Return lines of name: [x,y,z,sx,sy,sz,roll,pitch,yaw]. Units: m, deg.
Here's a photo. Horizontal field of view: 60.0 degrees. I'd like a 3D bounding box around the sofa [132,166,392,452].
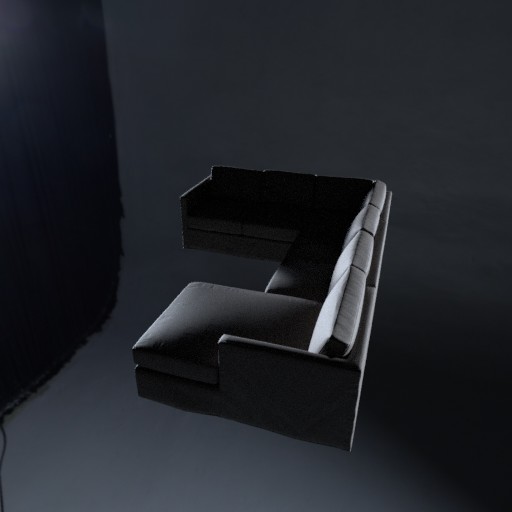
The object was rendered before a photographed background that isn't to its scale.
sofa: [0.000,0.000,4.481,2.427,0.882,3.460,9,28,16]
